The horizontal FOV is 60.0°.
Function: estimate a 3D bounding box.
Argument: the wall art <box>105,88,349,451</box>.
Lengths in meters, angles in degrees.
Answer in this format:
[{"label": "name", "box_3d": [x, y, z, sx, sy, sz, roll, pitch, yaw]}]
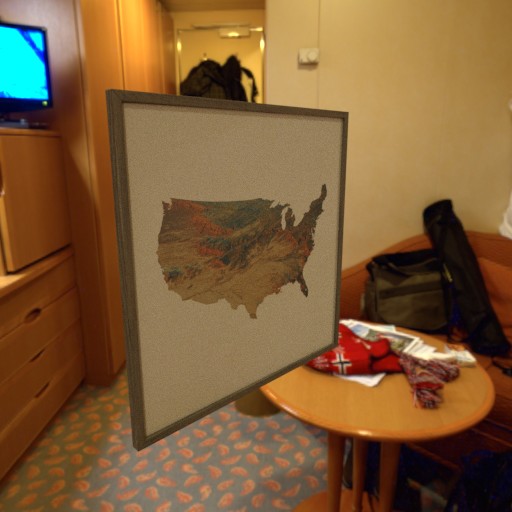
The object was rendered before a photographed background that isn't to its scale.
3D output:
[{"label": "wall art", "box_3d": [0.000, 0.000, 0.776, 0.508, 0.507, 0.016, -13, 19, -43]}]
